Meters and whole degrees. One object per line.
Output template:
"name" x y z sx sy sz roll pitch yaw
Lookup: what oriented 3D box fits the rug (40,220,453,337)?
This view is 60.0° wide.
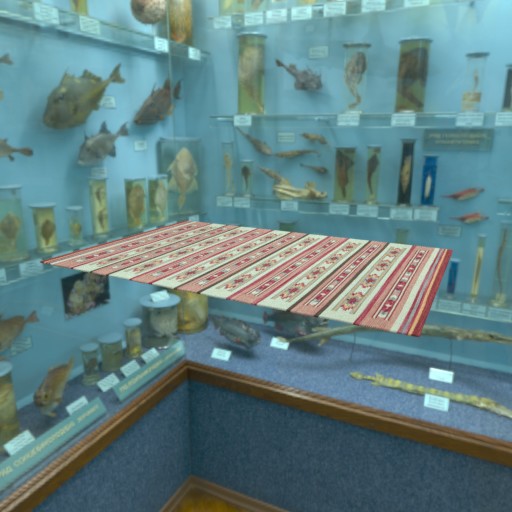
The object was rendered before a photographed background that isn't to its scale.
"rug" 0.000 0.000 2.335 1.817 0.008 1.223 8 17 27
